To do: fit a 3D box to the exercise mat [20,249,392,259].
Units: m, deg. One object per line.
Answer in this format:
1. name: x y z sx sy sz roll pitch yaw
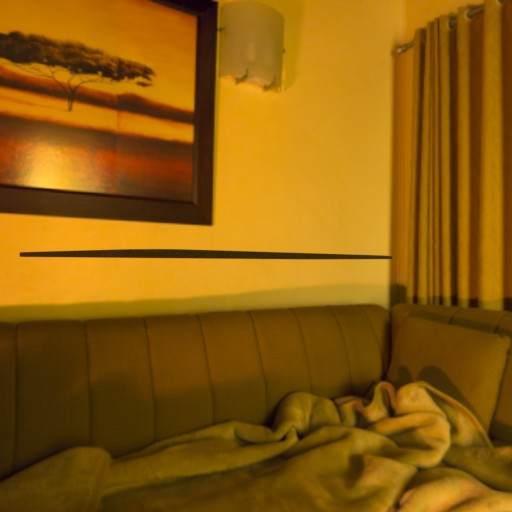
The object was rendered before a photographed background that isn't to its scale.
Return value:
1. exercise mat: 0.000 0.000 2.040 0.616 0.021 1.869 -1 -1 38
